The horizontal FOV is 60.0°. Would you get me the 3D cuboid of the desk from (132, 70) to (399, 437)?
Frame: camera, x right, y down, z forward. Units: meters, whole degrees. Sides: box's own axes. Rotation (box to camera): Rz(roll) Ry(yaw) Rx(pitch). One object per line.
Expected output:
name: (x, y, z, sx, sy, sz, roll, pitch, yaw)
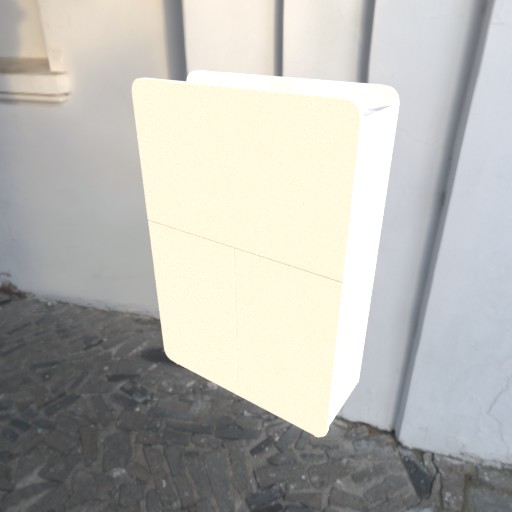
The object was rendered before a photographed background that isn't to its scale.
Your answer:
desk: (0.000, 0.000, 1.609, 0.795, 1.190, 0.278, 18, 33, 30)
